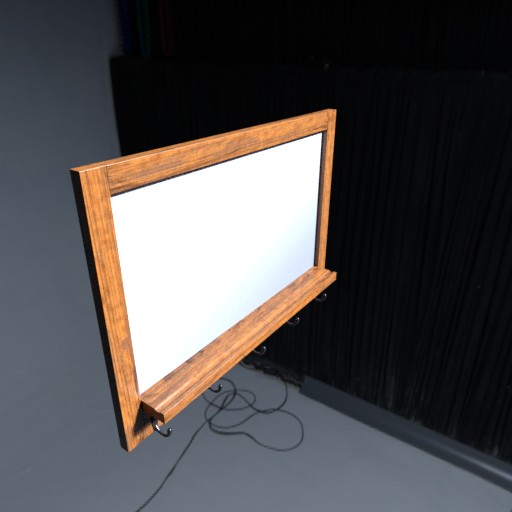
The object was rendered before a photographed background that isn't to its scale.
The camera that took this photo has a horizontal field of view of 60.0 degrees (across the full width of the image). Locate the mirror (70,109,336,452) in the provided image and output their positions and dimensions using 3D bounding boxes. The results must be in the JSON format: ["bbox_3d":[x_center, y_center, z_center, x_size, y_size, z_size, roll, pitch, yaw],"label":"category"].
[{"bbox_3d":[0.000,0.000,0.980,0.084,0.537,0.758,18,31,32],"label":"mirror"}]
